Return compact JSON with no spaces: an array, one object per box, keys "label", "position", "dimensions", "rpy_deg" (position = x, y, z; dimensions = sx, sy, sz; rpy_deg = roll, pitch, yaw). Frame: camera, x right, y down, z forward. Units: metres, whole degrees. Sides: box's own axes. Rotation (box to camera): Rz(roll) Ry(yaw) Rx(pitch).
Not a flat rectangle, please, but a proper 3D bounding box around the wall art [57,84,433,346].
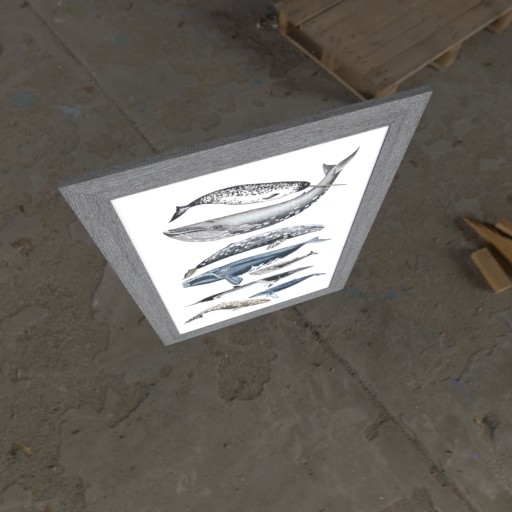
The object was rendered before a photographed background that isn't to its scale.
[{"label":"wall art","position":[0.000,0.000,1.345],"dimensions":[0.768,1.070,0.020],"rpy_deg":[-17,64,-8]}]
